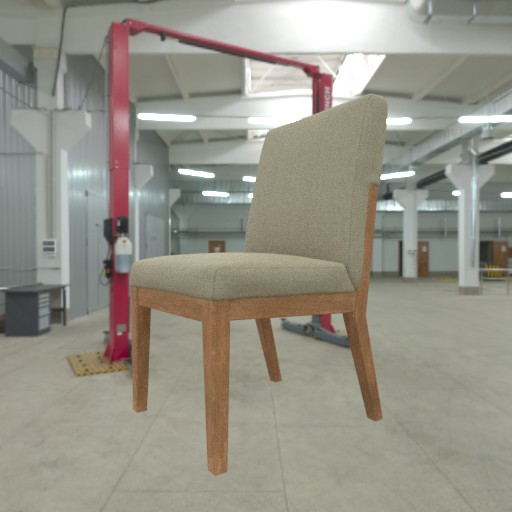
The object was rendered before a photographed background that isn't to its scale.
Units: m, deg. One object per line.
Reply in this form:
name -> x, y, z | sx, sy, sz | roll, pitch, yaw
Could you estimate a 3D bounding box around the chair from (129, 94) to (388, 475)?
chair -> 0.000, 0.000, 1.272 | 0.586, 0.911, 0.507 | 0, 1, -36
